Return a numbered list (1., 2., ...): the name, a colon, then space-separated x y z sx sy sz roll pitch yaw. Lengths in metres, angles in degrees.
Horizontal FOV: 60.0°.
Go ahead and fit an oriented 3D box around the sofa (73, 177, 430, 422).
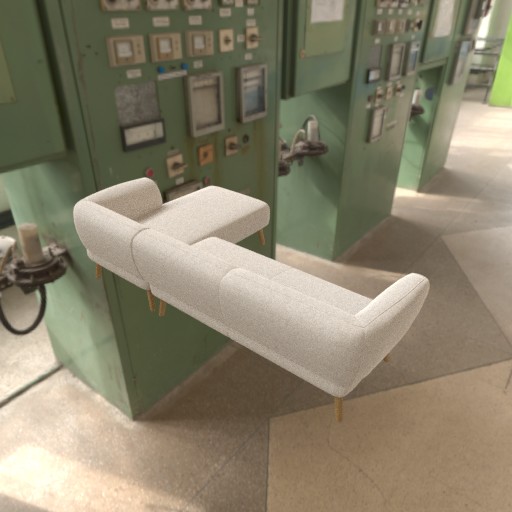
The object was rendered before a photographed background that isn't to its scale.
1. sofa: 0.000 0.000 3.445 2.660 0.730 1.610 22 37 33
